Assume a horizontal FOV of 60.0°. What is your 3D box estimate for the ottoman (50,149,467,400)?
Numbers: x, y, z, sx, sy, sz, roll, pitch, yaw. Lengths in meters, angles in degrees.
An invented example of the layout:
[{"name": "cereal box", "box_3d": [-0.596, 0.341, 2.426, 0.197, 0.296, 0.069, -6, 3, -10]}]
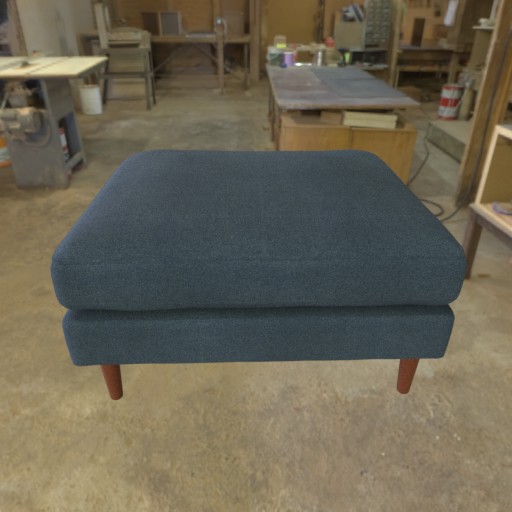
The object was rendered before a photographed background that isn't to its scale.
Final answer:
[{"name": "ottoman", "box_3d": [0.000, 0.000, 1.218, 0.821, 0.474, 0.693, -1, 29, -1]}]
